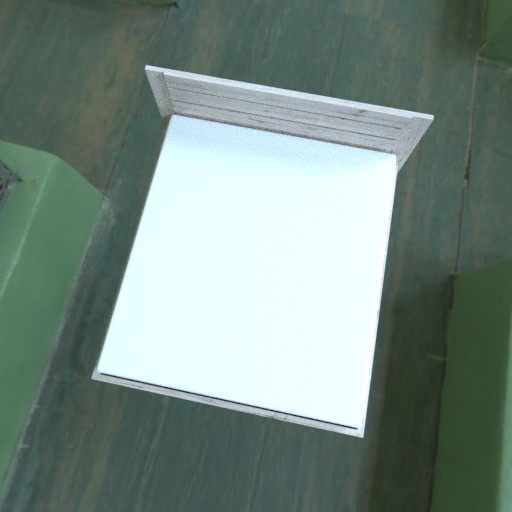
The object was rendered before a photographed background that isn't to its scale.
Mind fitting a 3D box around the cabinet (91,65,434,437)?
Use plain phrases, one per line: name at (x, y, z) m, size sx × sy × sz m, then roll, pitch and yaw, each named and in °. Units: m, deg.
cabinet at (0.000, 0.000, 3.123) m, size 1.950 × 0.970 × 2.080 m, roll 11°, pitch 74°, yaw 3°
